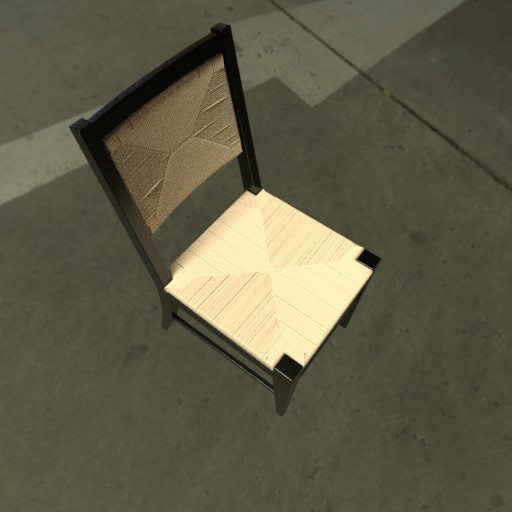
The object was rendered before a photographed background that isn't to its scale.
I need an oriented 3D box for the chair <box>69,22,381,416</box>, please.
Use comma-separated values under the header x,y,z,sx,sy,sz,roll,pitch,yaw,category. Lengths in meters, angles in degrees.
x,y,z,sx,sy,sz,roll,pitch,yaw,category
0.000,0.000,1.208,0.552,0.927,0.437,33,63,19,chair
